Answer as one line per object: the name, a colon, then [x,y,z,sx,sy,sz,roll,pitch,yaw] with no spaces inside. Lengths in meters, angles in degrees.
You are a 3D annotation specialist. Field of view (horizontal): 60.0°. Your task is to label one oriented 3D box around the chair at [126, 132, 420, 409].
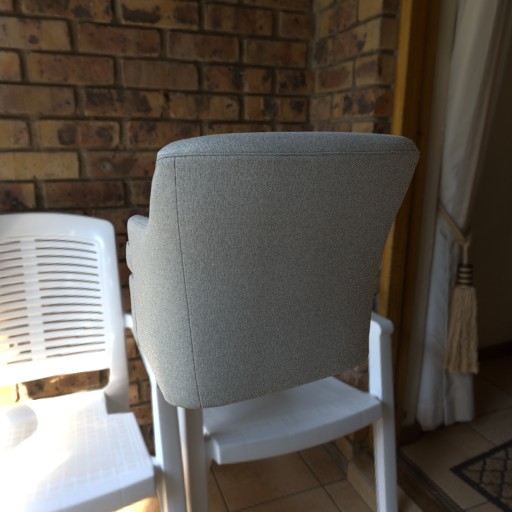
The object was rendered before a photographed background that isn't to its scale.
chair: [0.000,0.000,1.617,0.864,0.856,0.923,-7,16,-26]
